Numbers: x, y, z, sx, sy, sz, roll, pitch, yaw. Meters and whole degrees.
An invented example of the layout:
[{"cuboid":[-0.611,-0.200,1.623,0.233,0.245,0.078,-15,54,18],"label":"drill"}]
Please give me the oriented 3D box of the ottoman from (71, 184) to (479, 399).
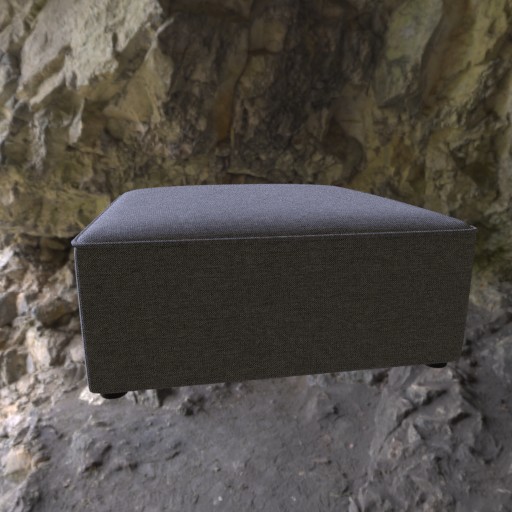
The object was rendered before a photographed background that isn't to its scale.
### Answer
[{"cuboid":[0.000,0.000,1.555,1.005,0.455,1.005,-3,14,-10],"label":"ottoman"}]
